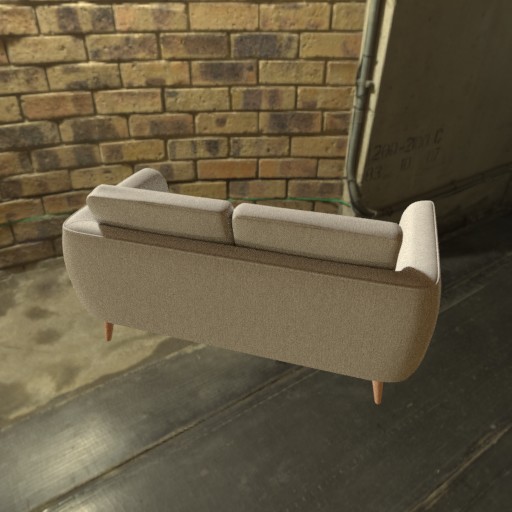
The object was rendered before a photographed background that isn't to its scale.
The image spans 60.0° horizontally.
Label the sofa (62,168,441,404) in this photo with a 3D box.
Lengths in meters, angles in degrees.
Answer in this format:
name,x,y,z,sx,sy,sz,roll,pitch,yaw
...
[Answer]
name,x,y,z,sx,sy,sz,roll,pitch,yaw
sofa,0.000,0.000,2.249,1.700,0.850,0.920,9,33,15
